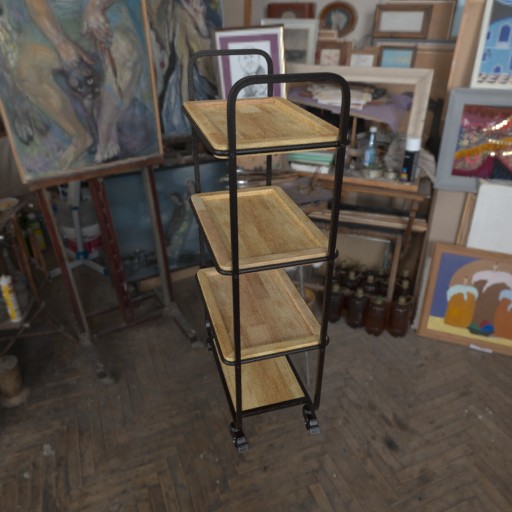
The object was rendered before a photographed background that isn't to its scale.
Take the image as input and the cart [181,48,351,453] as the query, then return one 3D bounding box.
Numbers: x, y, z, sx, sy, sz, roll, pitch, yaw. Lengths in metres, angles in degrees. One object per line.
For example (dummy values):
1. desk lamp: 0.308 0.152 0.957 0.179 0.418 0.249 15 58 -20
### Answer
1. cart: 0.000 0.000 1.326 0.321 1.080 0.545 -8 31 -14
